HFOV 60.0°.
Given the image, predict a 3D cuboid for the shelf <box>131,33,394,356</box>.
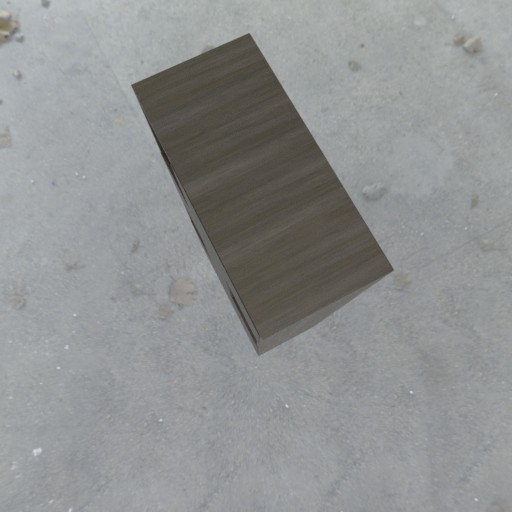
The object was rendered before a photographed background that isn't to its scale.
[{"bbox_3d":[0.000,0.000,1.743,0.323,1.545,0.670,-27,77,-6],"label":"shelf"}]
